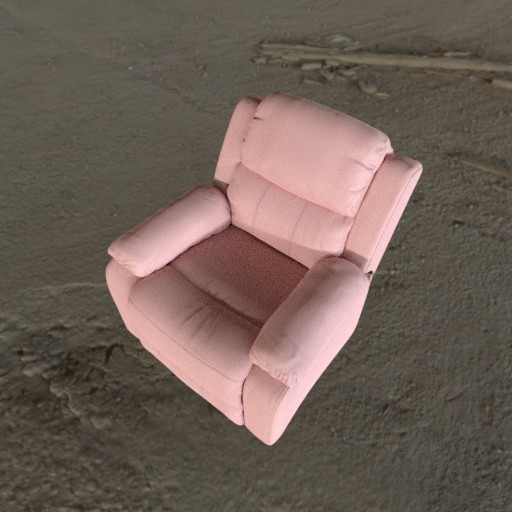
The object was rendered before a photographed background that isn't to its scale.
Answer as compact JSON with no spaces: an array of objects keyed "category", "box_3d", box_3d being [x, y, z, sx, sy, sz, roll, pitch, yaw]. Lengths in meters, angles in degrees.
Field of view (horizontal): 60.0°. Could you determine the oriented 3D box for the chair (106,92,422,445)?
[{"category":"chair","box_3d":[0.000,0.000,1.317,0.680,0.702,0.709,31,55,25]}]
